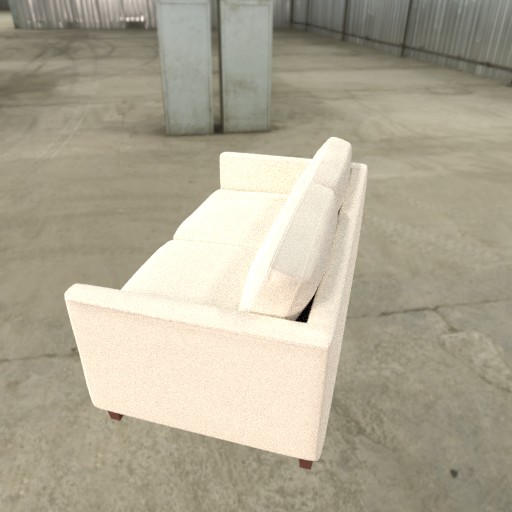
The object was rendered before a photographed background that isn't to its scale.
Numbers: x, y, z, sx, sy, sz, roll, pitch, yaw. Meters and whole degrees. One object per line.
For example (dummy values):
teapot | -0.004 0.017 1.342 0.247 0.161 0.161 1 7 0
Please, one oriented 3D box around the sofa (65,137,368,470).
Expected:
sofa | 0.000 0.000 2.230 0.964 0.888 1.702 8 32 14
